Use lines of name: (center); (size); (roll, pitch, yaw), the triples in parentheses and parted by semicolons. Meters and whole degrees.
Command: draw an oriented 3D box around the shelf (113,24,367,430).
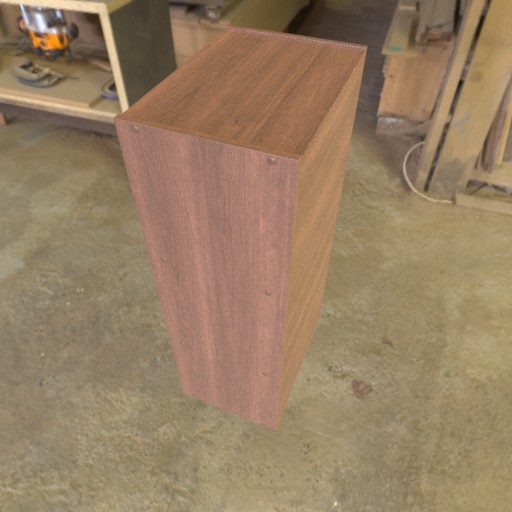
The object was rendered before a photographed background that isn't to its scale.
shelf: (0.000, 0.000, 1.069); (0.290, 0.879, 0.414); (17, 49, 15)
